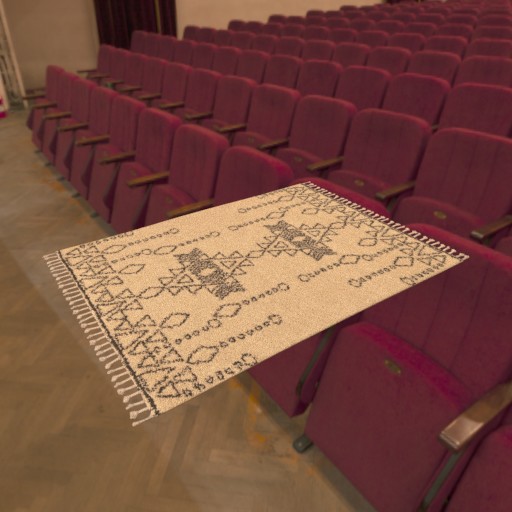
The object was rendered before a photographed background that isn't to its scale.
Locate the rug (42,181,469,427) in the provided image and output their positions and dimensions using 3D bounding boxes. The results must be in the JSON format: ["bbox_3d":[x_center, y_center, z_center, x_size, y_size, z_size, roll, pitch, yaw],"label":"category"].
[{"bbox_3d":[0.000,0.000,3.792,3.027,0.028,2.125,-20,36,-29],"label":"rug"}]
